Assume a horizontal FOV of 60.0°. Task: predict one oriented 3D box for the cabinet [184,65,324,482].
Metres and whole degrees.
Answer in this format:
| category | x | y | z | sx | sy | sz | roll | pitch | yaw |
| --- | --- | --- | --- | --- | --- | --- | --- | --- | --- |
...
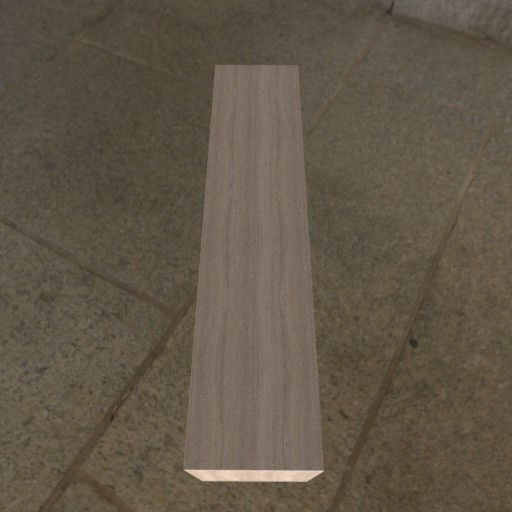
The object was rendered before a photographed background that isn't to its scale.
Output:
| category | x | y | z | sx | sy | sz | roll | pitch | yaw |
| --- | --- | --- | --- | --- | --- | --- | --- | --- | --- |
| cabinet | 0.000 | 0.000 | 2.448 | 0.499 | 0.779 | 2.198 | 0 | 60 | 0 |
